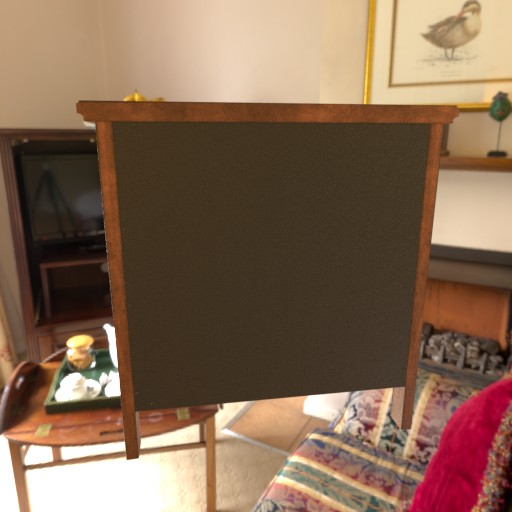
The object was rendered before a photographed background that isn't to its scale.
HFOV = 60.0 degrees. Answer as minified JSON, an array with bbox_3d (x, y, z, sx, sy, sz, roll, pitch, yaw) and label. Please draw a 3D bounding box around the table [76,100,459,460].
[{"bbox_3d":[0.000,0.000,0.959,0.586,0.597,0.461,-2,15,-9],"label":"table"}]
